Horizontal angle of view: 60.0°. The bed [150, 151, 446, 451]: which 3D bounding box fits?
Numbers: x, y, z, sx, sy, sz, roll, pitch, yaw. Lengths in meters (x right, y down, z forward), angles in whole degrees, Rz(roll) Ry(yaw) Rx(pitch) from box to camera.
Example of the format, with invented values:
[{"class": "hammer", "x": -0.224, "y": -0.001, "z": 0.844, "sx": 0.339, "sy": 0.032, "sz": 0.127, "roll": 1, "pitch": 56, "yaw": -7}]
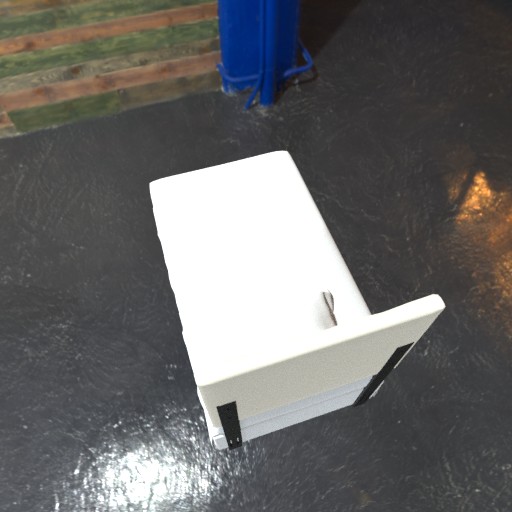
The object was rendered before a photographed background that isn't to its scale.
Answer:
[{"class": "bed", "x": 0.000, "y": 0.000, "z": 3.008, "sx": 1.261, "sy": 1.571, "sz": 1.997, "roll": -15, "pitch": 59, "yaw": -10}]
